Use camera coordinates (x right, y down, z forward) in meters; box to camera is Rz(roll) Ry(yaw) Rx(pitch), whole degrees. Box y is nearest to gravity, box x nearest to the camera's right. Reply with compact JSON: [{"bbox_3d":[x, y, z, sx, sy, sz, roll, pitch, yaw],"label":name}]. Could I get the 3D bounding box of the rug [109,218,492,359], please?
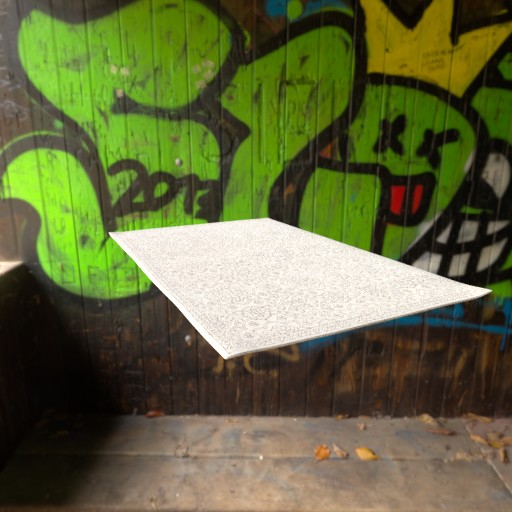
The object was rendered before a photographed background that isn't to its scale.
[{"bbox_3d":[0.000,0.000,2.403,1.214,0.023,1.947,-8,17,-26],"label":"rug"}]
